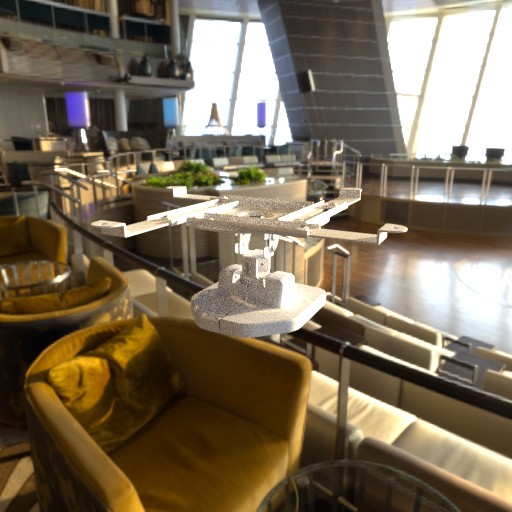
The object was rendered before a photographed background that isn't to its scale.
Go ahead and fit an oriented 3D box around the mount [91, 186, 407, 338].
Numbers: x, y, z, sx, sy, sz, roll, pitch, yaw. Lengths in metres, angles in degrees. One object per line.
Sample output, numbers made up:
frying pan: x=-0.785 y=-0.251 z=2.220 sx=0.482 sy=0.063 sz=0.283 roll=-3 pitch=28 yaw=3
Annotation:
mount: x=0.000 y=0.000 z=0.580 sx=0.394 sy=0.141 sz=0.394 roll=9 pitch=18 yaw=27
